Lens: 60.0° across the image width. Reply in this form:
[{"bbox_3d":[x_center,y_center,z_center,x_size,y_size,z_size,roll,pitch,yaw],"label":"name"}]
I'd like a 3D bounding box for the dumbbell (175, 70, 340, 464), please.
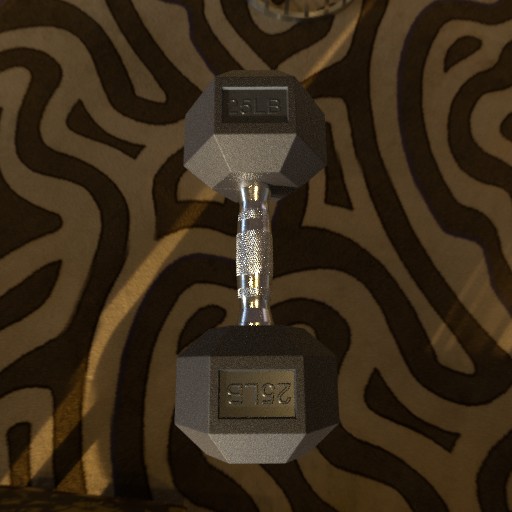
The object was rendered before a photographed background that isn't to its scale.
[{"bbox_3d":[0.000,0.000,0.380,0.129,0.113,0.315,0,76,0],"label":"dumbbell"}]
